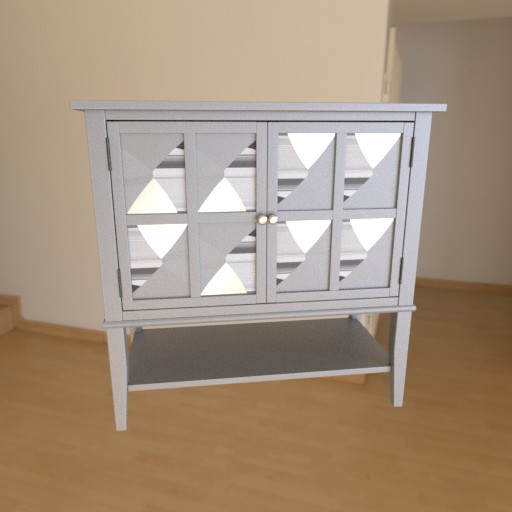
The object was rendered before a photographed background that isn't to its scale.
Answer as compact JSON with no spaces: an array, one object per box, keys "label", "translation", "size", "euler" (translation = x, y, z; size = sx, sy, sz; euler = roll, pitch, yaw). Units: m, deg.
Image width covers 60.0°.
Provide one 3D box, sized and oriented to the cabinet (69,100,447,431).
[{"label":"cabinet","translation":[0.000,0.000,1.222],"size":[0.801,0.780,0.396],"euler":[-2,16,-8]}]
